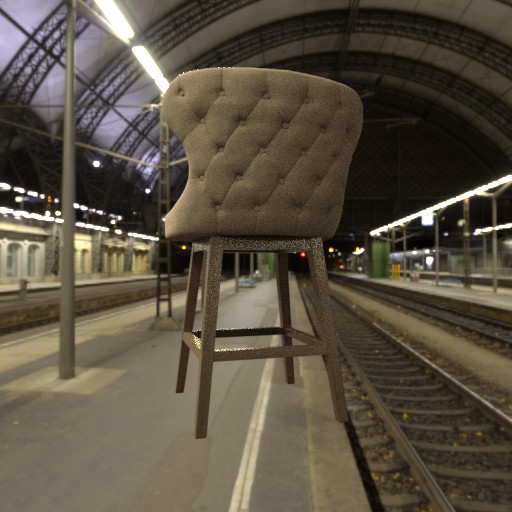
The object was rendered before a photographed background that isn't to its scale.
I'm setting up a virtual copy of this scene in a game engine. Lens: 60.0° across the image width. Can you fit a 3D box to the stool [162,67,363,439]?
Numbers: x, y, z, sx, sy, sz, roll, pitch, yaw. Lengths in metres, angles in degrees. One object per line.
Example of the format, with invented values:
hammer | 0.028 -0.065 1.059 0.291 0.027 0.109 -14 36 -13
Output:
stool | 0.000 0.000 1.422 0.615 0.972 0.597 0 -1 -17
